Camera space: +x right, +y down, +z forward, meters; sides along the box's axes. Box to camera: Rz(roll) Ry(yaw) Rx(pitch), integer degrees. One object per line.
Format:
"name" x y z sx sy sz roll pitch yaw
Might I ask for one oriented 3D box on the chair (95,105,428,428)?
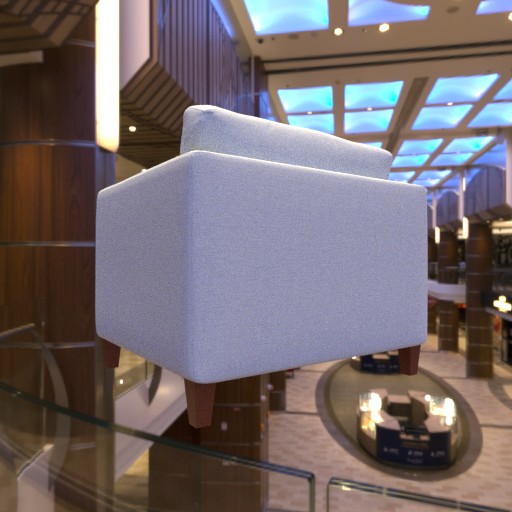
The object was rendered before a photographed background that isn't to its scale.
"chair" 0.000 0.000 1.872 1.107 0.961 0.953 0 -1 -35
